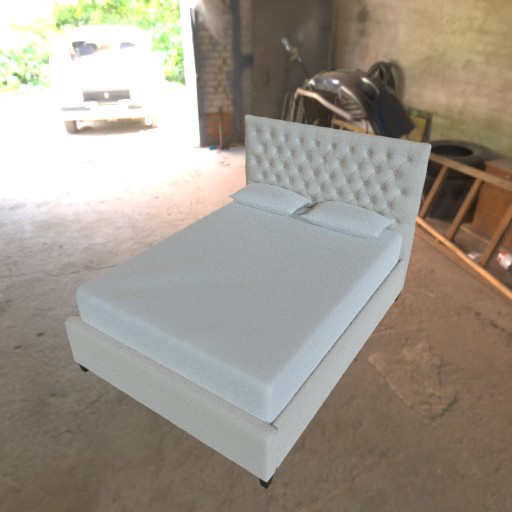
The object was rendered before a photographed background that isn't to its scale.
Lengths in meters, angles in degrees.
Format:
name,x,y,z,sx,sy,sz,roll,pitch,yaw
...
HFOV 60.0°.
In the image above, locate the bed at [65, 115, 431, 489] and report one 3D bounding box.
name,x,y,z,sx,sy,sz,roll,pitch,yaw
bed,0.000,0.000,3.274,1.696,1.426,2.233,19,35,29
